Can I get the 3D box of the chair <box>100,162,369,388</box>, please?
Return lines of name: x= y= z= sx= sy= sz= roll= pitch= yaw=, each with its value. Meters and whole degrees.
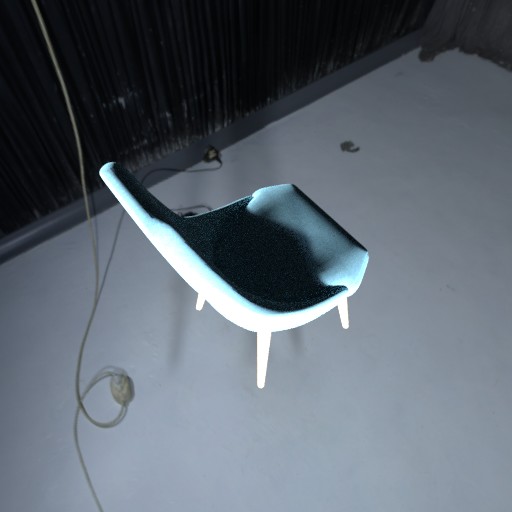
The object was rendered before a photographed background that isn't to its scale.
chair: x=0.000 y=0.000 z=1.390 sx=0.660 sy=1.040 sz=0.510 roll=-34 pitch=63 yaw=-20
